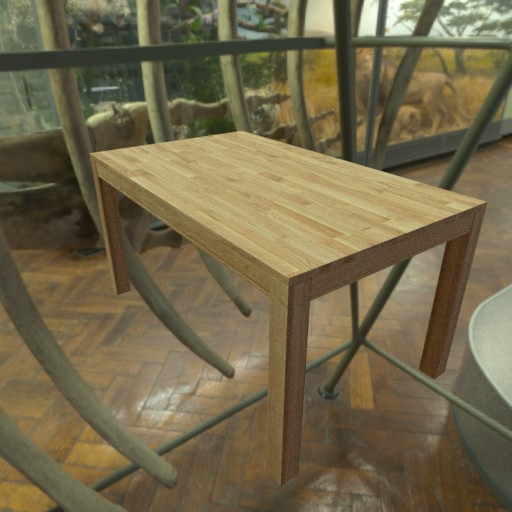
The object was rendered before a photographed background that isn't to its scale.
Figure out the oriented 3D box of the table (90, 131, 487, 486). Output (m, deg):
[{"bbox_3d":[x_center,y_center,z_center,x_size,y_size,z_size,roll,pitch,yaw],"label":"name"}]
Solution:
[{"bbox_3d":[0.000,0.000,2.020,0.900,0.770,1.500,-18,32,-32],"label":"table"}]
